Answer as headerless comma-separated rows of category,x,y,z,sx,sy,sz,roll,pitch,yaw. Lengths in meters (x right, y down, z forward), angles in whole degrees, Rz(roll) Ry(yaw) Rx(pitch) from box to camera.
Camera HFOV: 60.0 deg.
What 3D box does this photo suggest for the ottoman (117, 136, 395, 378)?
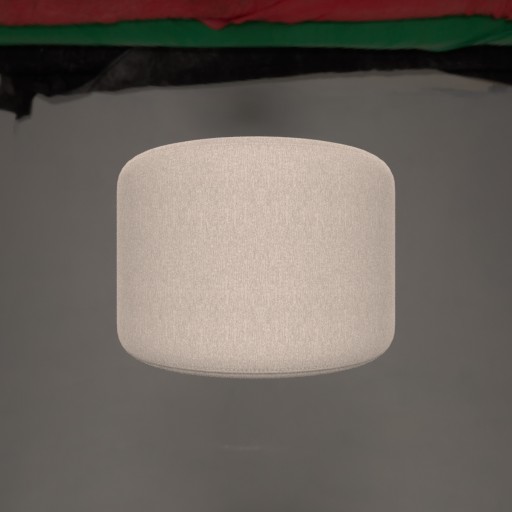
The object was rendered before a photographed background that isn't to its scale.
ottoman,0.000,0.000,1.015,0.608,0.433,0.608,0,0,0
